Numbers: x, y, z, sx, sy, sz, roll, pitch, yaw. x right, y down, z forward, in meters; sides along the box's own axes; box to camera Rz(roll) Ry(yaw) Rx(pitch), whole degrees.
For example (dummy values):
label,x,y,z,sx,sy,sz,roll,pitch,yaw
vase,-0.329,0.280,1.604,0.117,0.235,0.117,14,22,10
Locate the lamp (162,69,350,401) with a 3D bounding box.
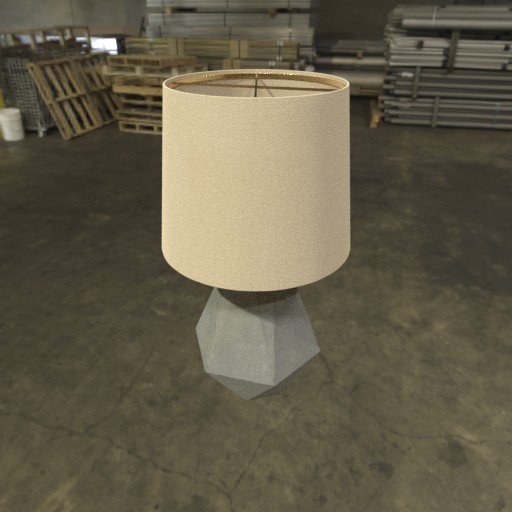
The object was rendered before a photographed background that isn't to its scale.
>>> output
label,x,y,z,sx,sy,sz,roll,pitch,yaw
lamp,0.000,0.000,0.675,0.276,0.501,0.276,0,30,0
